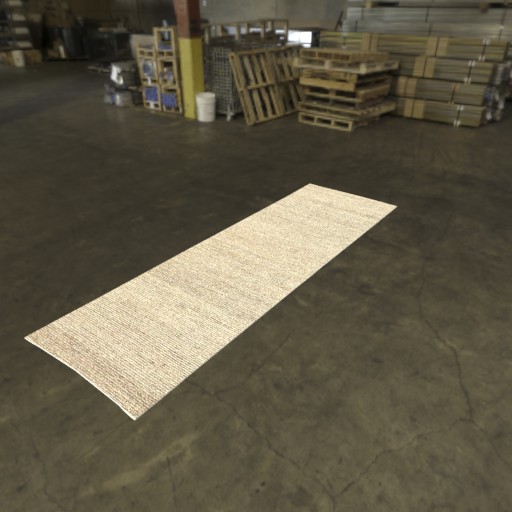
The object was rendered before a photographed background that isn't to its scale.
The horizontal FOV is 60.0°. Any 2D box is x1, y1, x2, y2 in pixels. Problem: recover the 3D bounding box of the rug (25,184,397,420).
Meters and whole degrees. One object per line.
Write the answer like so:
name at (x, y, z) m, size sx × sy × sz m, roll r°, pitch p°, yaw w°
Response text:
rug at (0.000, 0.000, 2.579) m, size 0.741 × 0.014 × 2.390 m, roll 21°, pitch 36°, yaw 32°
